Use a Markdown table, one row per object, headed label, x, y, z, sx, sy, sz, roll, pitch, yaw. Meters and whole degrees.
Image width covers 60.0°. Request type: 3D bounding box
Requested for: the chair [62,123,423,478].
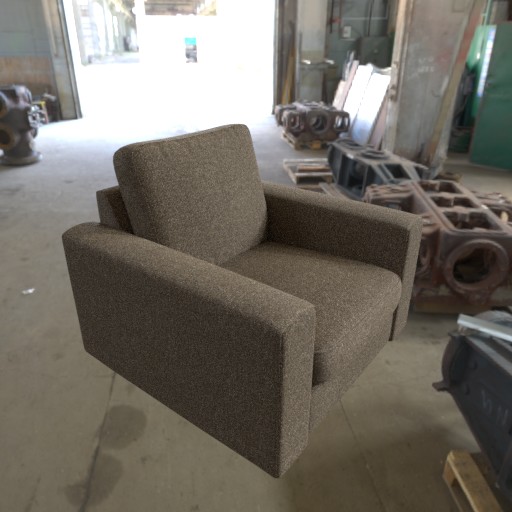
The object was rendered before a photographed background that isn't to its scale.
| label | x | y | z | sx | sy | sz | roll | pitch | yaw |
| --- | --- | --- | --- | --- | --- | --- | --- | --- | --- |
| chair | 0.000 | 0.000 | 1.723 | 1.016 | 0.873 | 1.005 | 19 | 31 | 34 |
